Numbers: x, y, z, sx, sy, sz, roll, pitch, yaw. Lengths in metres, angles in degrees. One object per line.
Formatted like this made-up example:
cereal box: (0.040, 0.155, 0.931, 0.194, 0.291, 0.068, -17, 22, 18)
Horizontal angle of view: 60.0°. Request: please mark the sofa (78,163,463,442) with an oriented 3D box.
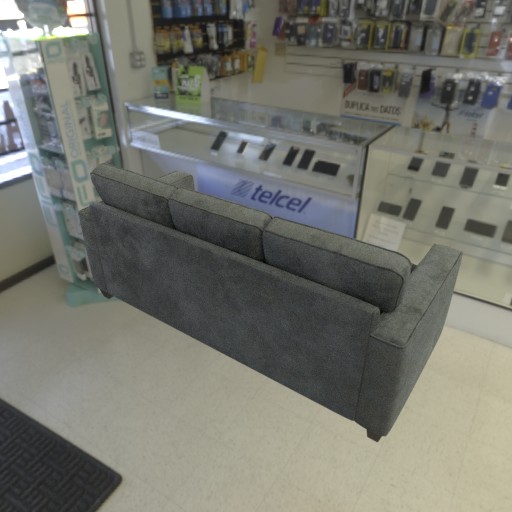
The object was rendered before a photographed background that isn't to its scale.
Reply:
sofa: (0.000, 0.000, 2.671, 2.133, 0.965, 0.939, 20, 37, 30)
